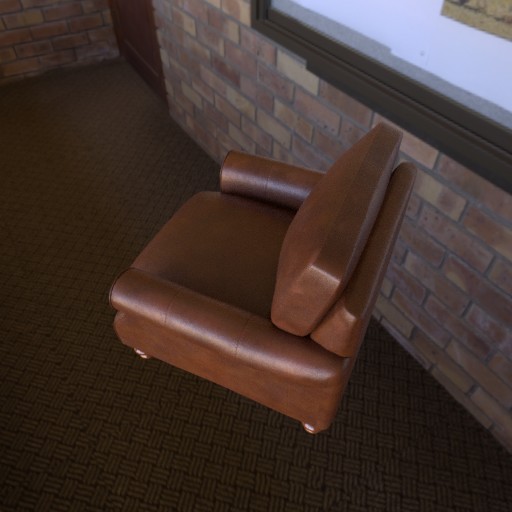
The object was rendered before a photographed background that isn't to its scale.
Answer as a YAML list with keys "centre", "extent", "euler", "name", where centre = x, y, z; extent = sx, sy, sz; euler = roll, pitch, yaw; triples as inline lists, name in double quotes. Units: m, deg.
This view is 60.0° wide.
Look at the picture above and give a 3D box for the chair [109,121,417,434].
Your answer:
- centre: [0.000, 0.000, 1.790]
  extent: [0.992, 0.972, 0.989]
  euler: [19, 50, 17]
  name: "chair"
